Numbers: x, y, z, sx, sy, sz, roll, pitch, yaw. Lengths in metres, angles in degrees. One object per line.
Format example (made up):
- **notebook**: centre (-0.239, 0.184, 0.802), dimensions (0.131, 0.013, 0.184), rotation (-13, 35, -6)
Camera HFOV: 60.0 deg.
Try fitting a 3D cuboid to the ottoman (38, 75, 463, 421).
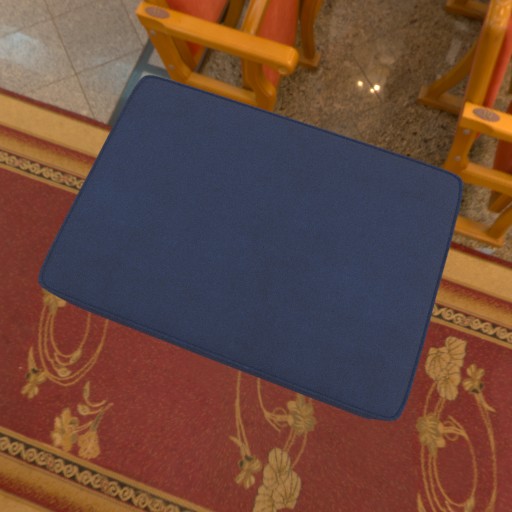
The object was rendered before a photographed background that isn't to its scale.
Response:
- **ottoman**: centre (0.000, 0.000, 1.386), dimensions (0.965, 0.584, 0.686), rotation (20, 75, 5)
